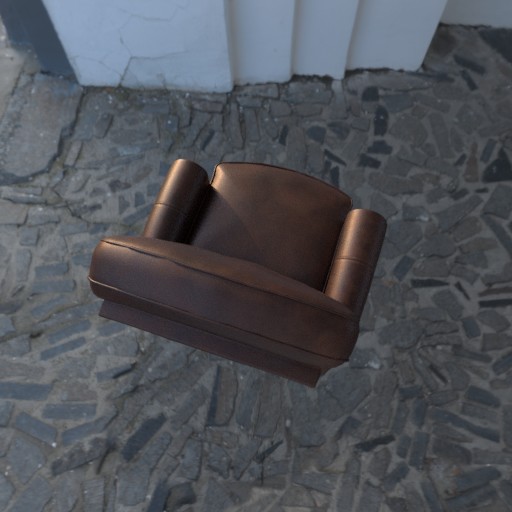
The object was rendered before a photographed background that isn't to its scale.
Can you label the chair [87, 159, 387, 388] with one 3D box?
[{"bbox_3d":[0.000,0.000,1.792,0.936,1.018,0.986,17,65,8],"label":"chair"}]
